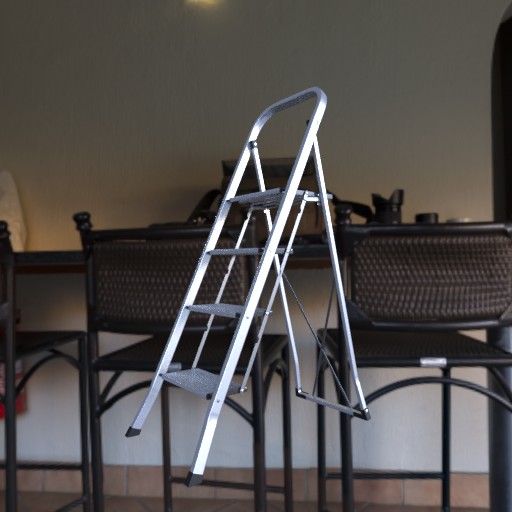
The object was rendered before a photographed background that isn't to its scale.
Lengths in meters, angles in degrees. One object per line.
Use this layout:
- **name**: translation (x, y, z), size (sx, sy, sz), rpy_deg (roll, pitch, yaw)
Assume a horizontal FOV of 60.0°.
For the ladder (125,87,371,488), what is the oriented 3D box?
- **ladder**: translation (0.000, 0.000, 1.666), size (0.830, 1.290, 0.465), rpy_deg (1, -1, -38)
